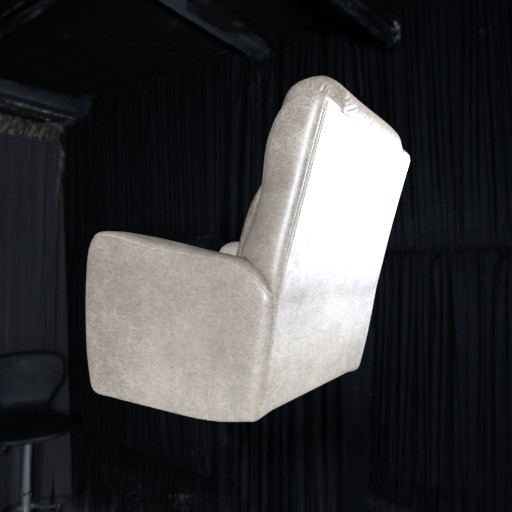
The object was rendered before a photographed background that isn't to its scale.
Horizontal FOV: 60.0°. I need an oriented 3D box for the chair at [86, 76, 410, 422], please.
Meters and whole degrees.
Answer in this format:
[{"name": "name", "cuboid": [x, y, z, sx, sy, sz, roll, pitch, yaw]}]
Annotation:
[{"name": "chair", "cuboid": [0.000, 0.000, 1.863, 1.068, 1.116, 0.967, -1, -1, 35]}]
